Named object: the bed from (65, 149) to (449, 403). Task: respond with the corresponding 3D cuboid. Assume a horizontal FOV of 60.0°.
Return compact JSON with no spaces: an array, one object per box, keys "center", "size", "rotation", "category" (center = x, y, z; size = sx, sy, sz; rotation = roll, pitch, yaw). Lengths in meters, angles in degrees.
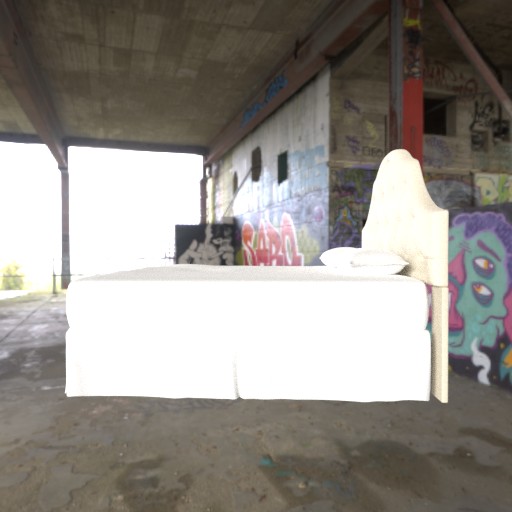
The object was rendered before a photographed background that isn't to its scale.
[{"center":[0.000,0.000,3.472],"size":[2.214,1.615,2.008],"rotation":[0,1,2],"category":"bed"}]
